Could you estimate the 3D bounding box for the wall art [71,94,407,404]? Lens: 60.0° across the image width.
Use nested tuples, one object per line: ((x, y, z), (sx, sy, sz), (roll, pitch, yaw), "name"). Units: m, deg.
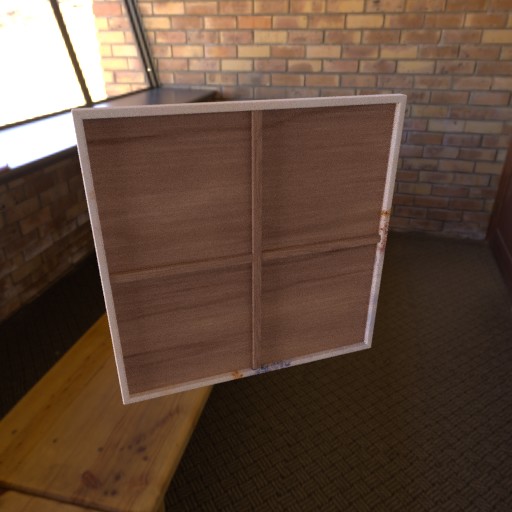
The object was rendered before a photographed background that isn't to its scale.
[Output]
((0.000, 0.000, 1.337), (0.889, 0.889, 0.038), (-9, 28, -17), "wall art")
